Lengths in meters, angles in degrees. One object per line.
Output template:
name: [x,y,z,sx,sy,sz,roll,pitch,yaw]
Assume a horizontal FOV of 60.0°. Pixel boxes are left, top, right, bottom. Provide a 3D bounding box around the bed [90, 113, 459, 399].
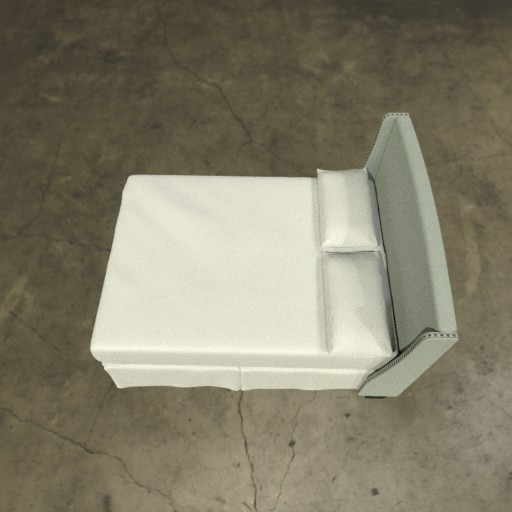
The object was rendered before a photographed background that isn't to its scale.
bed: [0.000,0.000,3.295,2.237,1.407,1.710,1,59,1]
